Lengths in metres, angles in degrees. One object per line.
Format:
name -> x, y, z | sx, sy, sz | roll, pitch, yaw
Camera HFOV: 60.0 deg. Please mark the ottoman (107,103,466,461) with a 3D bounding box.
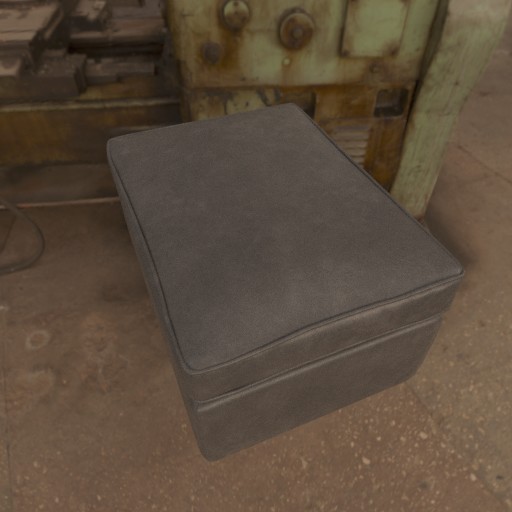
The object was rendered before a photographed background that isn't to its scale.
ottoman -> 0.000, 0.000, 1.109 | 0.554, 0.445, 0.756 | -16, 47, -16
